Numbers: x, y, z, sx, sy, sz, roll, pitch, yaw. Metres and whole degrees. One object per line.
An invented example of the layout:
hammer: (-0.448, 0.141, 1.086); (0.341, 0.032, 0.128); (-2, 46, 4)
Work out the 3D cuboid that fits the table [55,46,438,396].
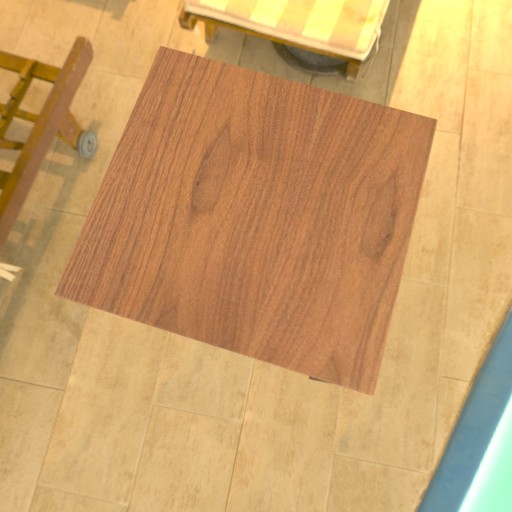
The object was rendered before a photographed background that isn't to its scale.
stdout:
table: (0.000, 0.000, 0.859); (0.411, 0.567, 0.384); (17, 76, 4)
